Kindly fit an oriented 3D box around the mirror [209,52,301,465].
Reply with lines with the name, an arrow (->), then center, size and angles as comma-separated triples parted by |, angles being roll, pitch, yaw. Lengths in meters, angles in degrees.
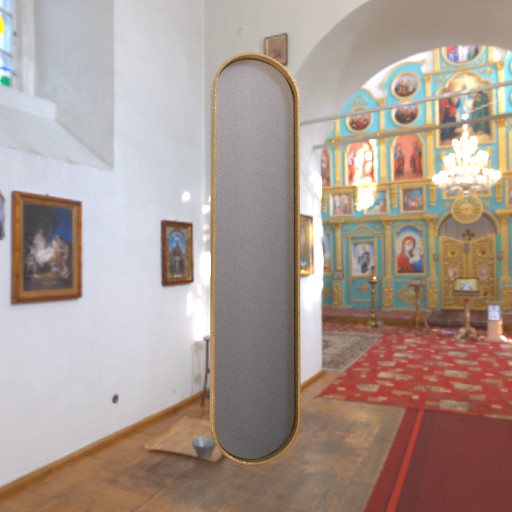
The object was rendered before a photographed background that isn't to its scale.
mirror -> 0.000, 0.000, 1.080 | 0.222, 0.991, 0.032 | 1, -2, -19
